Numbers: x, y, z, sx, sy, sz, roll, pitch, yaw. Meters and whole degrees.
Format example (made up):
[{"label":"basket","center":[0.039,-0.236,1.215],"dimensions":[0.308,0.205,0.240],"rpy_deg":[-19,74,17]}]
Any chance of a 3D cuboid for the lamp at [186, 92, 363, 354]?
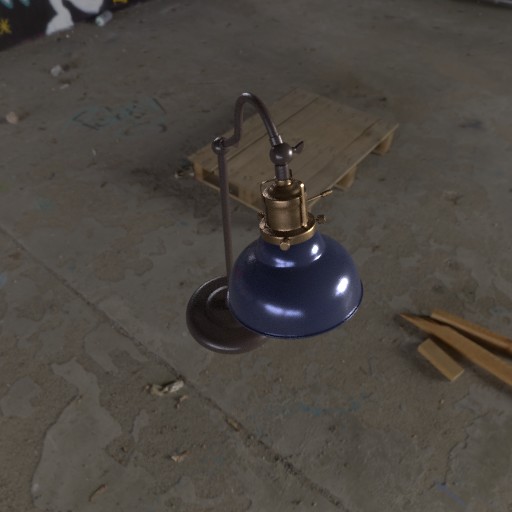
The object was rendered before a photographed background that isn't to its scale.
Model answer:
[{"label":"lamp","center":[0.000,0.000,0.672],"dimensions":[0.192,0.508,0.374],"rpy_deg":[-24,51,-21]}]
